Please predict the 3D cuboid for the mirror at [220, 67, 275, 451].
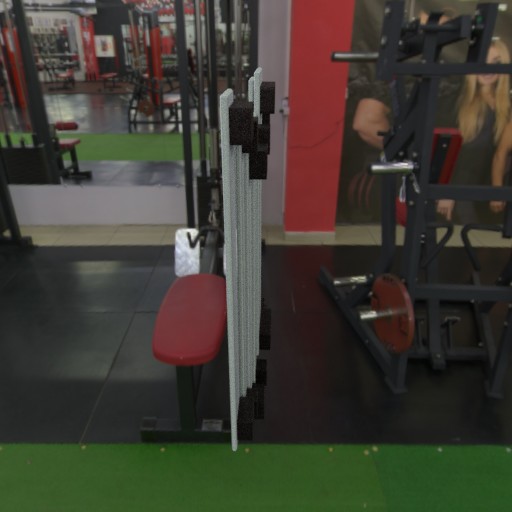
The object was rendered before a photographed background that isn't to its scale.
[{"bbox_3d":[0.000,0.000,0.795,0.058,0.611,0.445,1,26,2],"label":"mirror"}]
